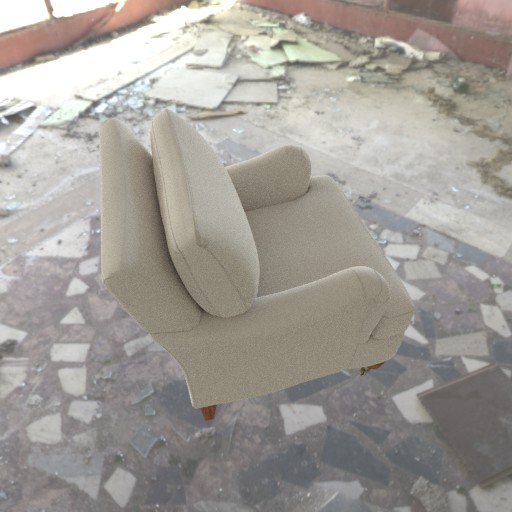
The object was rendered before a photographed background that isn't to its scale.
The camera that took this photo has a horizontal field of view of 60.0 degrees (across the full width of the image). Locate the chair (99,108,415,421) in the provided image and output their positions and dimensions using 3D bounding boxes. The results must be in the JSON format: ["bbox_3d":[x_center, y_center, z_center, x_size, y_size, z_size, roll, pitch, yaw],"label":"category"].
[{"bbox_3d":[0.000,0.000,1.881,1.070,1.038,0.955,-10,46,-10],"label":"chair"}]
